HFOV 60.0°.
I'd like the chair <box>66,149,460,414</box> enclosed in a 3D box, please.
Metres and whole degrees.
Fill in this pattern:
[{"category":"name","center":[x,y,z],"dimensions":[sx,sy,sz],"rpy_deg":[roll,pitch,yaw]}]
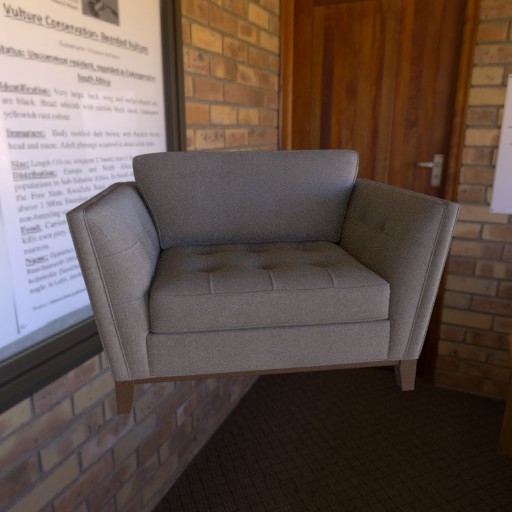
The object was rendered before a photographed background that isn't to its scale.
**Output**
[{"category":"chair","center":[0.000,0.000,2.077],"dimensions":[1.396,0.942,0.965],"rpy_deg":[-2,16,-8]}]
